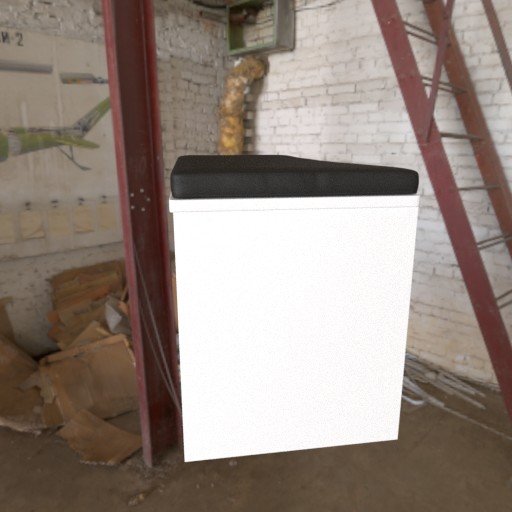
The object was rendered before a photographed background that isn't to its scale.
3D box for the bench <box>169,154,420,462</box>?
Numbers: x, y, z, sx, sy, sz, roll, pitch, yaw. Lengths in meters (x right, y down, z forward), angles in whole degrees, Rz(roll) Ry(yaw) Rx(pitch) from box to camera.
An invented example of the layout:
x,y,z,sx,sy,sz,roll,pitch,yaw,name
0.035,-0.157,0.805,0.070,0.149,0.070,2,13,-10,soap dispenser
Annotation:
x,y,z,sx,sy,sz,roll,pitch,yaw,name
0.000,0.000,1.164,0.401,0.500,0.899,-2,14,-9,bench
